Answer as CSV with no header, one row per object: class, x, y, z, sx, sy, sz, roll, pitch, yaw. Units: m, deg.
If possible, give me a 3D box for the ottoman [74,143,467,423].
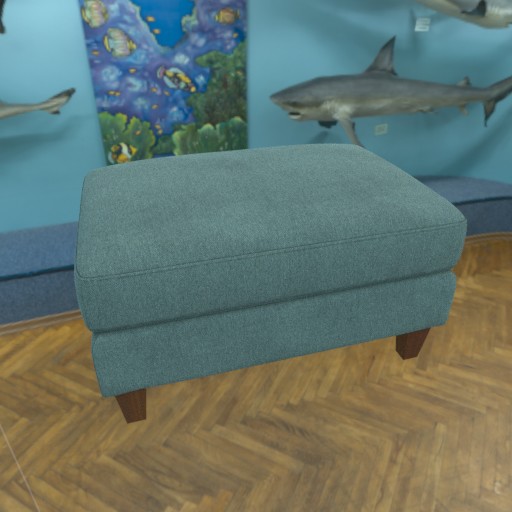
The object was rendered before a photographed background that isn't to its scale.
ottoman,0.000,0.000,1.202,0.864,0.483,0.584,-9,32,-14
